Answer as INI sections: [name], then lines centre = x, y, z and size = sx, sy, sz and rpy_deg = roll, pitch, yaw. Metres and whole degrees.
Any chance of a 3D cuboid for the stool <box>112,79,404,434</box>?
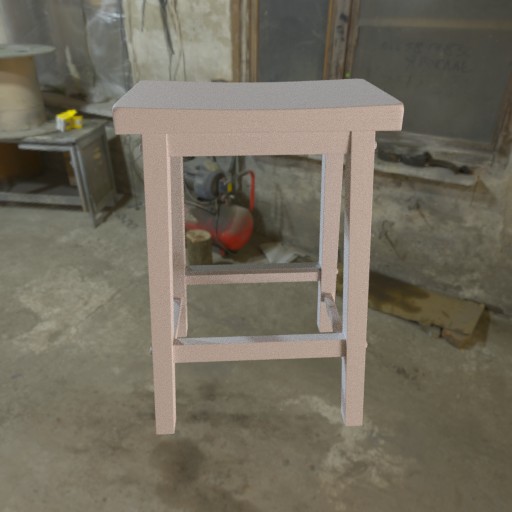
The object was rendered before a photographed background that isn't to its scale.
[stool]
centre = 0.000, 0.000, 0.859
size = 0.406, 0.610, 0.322
rpy_deg = -1, 30, -3
